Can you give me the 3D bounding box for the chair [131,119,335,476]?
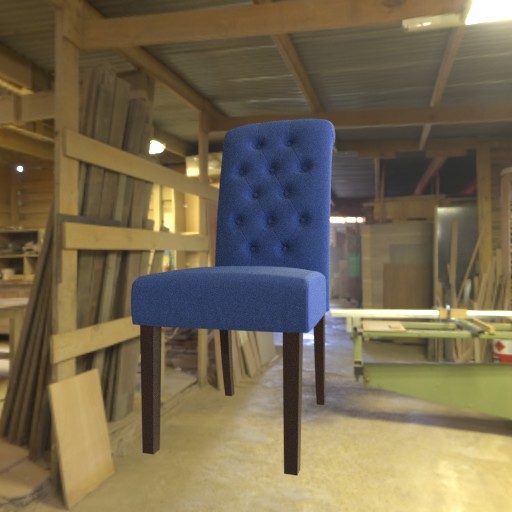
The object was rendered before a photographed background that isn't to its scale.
[{"bbox_3d":[0.000,0.000,1.376,0.456,1.006,0.671,0,-1,18],"label":"chair"}]
